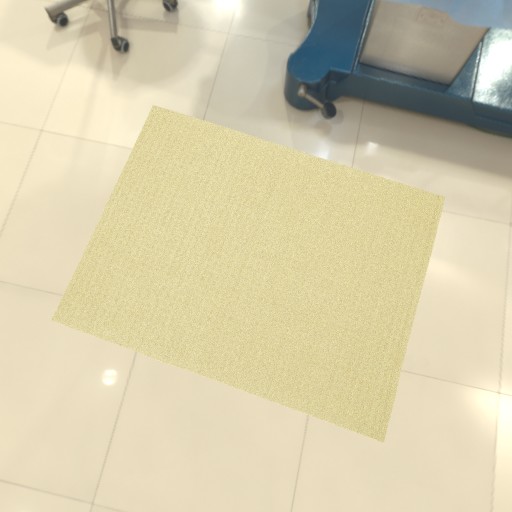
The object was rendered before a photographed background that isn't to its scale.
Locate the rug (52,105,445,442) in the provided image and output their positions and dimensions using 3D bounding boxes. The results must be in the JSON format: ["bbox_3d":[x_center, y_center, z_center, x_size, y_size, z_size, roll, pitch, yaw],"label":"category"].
[{"bbox_3d":[0.000,0.000,4.299,3.204,0.016,2.452,19,75,5],"label":"rug"}]
